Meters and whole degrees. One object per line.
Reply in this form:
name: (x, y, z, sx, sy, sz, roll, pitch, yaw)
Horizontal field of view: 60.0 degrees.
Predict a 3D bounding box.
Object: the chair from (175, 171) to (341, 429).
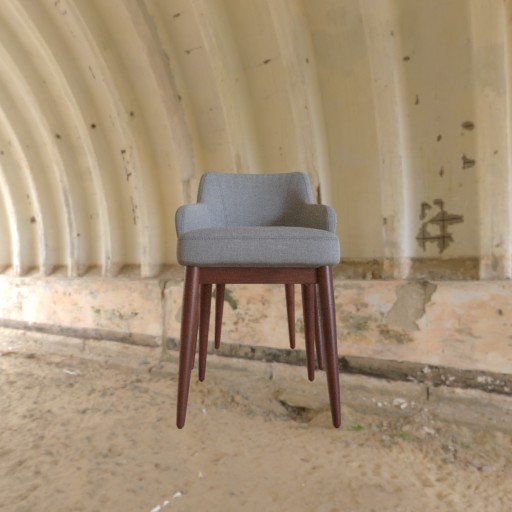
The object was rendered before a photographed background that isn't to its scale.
chair: (0.000, 0.000, 1.542, 0.584, 0.799, 1.107, 0, -2, -1)
